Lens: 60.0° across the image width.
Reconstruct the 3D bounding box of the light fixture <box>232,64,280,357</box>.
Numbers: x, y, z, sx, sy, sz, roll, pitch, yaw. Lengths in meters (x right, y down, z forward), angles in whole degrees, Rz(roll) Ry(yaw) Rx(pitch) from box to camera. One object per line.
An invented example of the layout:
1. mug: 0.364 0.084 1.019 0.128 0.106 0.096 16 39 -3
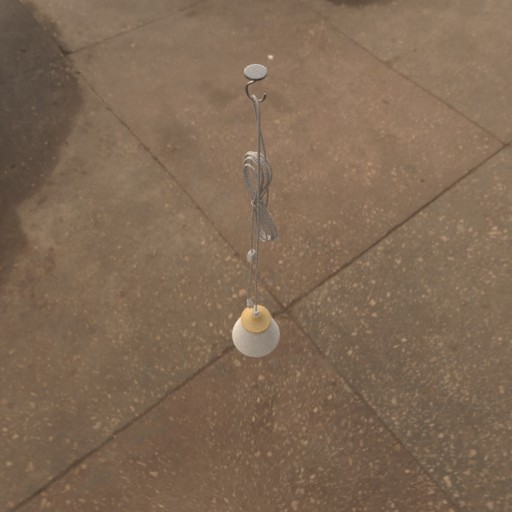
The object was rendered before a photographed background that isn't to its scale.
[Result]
1. light fixture: 0.000 0.000 1.019 0.153 0.966 0.153 -31 63 -18
